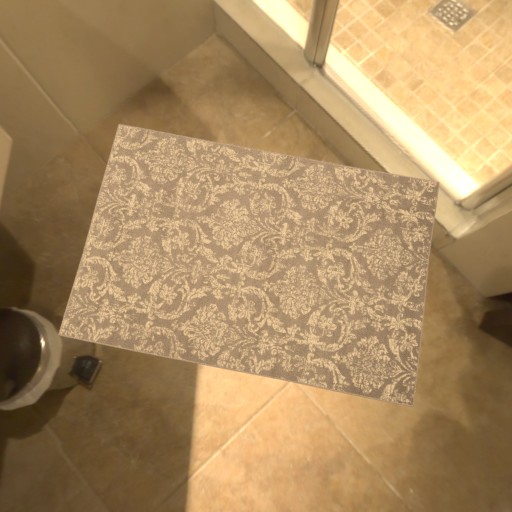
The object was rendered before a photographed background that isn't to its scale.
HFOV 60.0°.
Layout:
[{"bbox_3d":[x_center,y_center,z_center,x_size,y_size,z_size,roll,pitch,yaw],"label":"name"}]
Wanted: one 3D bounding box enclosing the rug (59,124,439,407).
[{"bbox_3d":[0.000,0.000,3.543,2.746,0.018,1.819,11,78,2],"label":"rug"}]
